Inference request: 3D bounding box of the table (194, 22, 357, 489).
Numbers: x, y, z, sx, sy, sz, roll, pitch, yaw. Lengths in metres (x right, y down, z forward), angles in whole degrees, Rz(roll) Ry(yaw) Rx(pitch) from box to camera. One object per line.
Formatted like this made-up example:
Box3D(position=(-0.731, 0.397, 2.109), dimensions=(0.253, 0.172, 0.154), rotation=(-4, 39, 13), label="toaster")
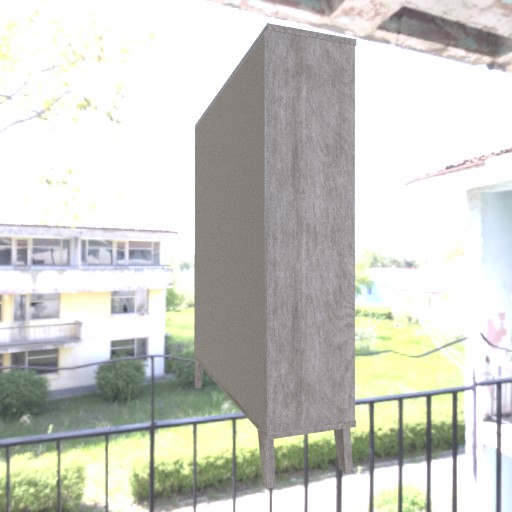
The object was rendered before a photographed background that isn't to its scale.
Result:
Box3D(position=(0.000, 0.000, 1.545), dimensions=(0.256, 1.135, 0.902), rotation=(0, 0, -19), label="table")
